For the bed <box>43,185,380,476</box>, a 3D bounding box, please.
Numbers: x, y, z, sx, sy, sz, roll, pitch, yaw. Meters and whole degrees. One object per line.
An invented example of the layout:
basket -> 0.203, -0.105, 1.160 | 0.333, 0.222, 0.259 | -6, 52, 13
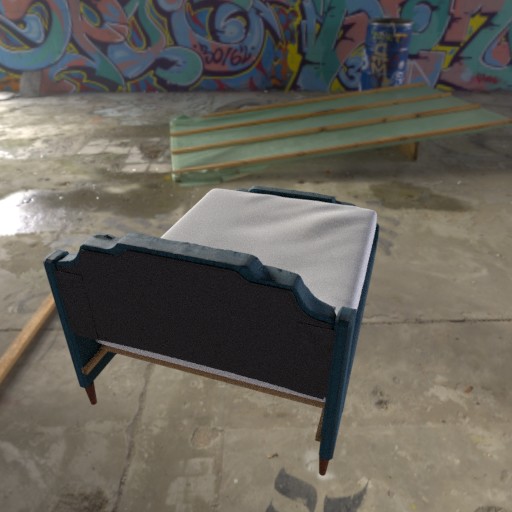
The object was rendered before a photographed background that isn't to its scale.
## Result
bed -> 0.000, 0.000, 3.345 | 1.676, 1.351, 2.322 | 10, 33, 16
